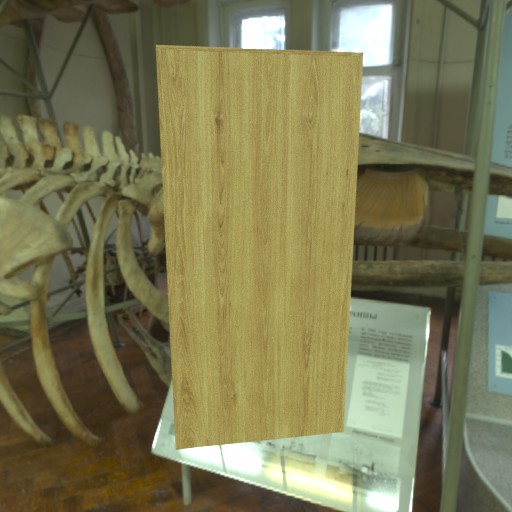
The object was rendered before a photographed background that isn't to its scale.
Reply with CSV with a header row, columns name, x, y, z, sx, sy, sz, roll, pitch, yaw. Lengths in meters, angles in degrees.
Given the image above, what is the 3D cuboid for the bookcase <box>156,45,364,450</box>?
name,x,y,z,sx,sy,sz,roll,pitch,yaw
bookcase,0.000,0.000,2.435,0.950,2.020,0.420,-2,14,-9
